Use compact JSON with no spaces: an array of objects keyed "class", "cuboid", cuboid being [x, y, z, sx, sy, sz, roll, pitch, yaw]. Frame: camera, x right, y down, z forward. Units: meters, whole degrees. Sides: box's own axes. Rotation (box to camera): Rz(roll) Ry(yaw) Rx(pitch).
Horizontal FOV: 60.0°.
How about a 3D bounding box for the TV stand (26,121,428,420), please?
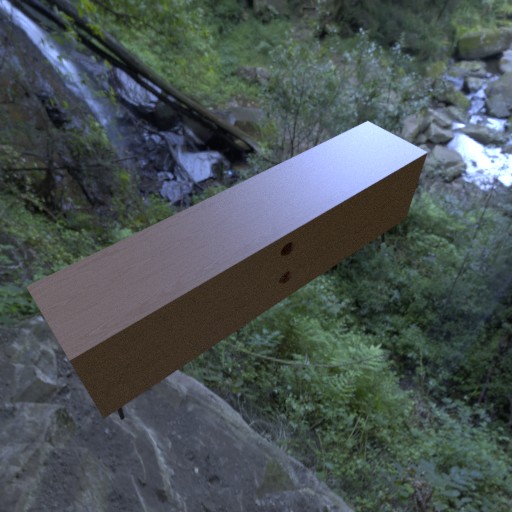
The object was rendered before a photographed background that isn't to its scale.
[{"class":"TV stand","cuboid":[0.000,0.000,2.025,1.760,0.580,0.400,-30,53,-26]}]
